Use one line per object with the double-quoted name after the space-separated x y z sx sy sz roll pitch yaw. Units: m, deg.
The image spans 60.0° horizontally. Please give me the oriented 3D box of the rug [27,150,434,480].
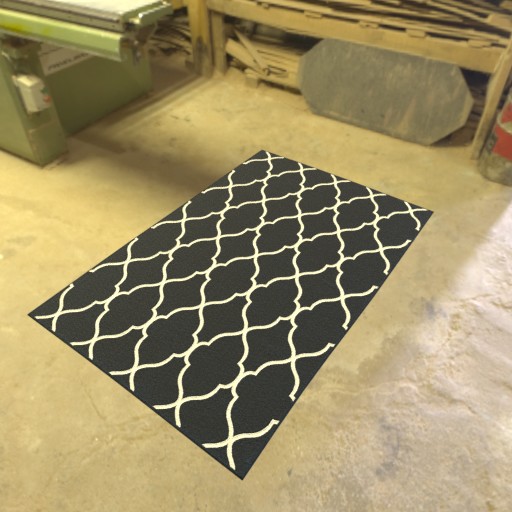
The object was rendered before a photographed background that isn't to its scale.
0.000 0.000 2.843 1.528 0.014 2.294 26 48 26 "rug"
